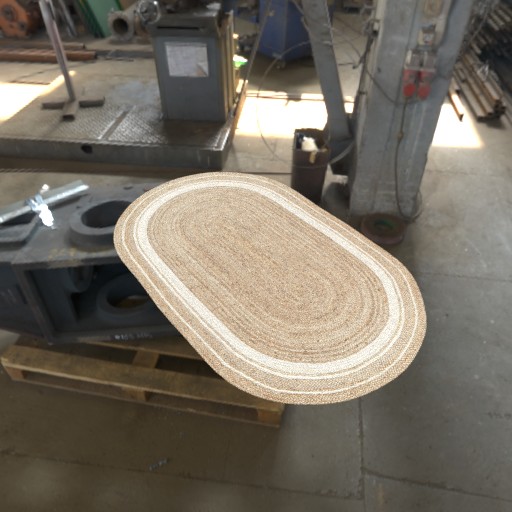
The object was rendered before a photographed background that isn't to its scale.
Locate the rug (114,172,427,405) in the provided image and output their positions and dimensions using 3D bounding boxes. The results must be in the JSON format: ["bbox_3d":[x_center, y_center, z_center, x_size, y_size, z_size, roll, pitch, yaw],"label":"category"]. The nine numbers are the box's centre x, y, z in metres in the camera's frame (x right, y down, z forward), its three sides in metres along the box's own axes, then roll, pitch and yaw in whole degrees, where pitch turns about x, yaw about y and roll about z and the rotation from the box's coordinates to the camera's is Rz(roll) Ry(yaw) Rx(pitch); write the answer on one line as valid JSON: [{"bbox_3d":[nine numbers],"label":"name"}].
[{"bbox_3d":[0.000,0.000,3.053,1.520,0.006,2.432,-27,48,-27],"label":"rug"}]
